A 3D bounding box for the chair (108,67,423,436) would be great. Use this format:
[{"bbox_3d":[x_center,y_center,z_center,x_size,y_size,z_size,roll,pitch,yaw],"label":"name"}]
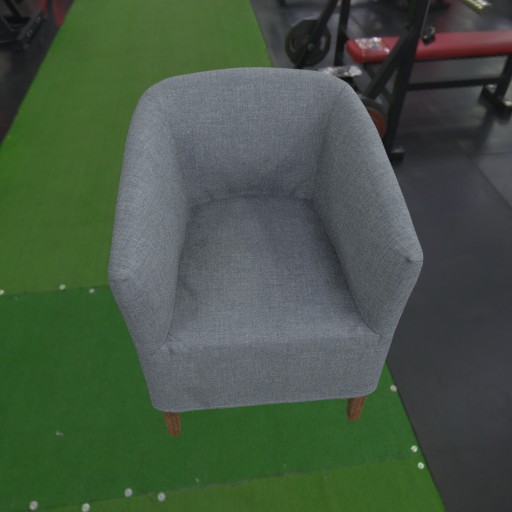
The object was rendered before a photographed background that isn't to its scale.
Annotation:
[{"bbox_3d":[0.000,0.000,1.223,0.600,0.771,0.668,-4,46,-3],"label":"chair"}]
